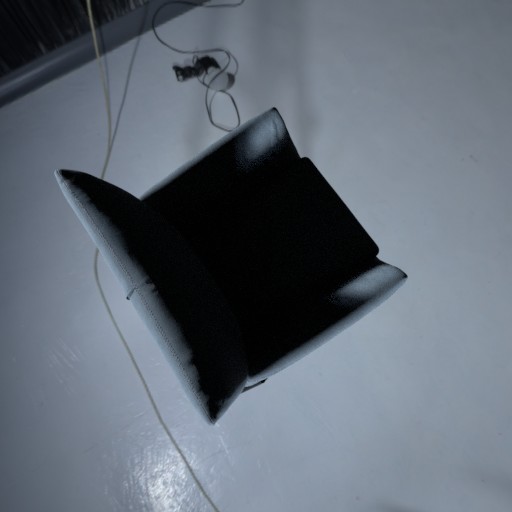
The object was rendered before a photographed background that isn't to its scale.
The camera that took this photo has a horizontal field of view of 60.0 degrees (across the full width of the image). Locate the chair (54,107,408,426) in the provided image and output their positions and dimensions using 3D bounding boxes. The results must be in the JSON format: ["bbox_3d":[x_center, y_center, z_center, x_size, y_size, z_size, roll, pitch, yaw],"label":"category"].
[{"bbox_3d":[0.000,0.000,1.402,0.709,0.858,0.678,-33,78,-8],"label":"chair"}]
